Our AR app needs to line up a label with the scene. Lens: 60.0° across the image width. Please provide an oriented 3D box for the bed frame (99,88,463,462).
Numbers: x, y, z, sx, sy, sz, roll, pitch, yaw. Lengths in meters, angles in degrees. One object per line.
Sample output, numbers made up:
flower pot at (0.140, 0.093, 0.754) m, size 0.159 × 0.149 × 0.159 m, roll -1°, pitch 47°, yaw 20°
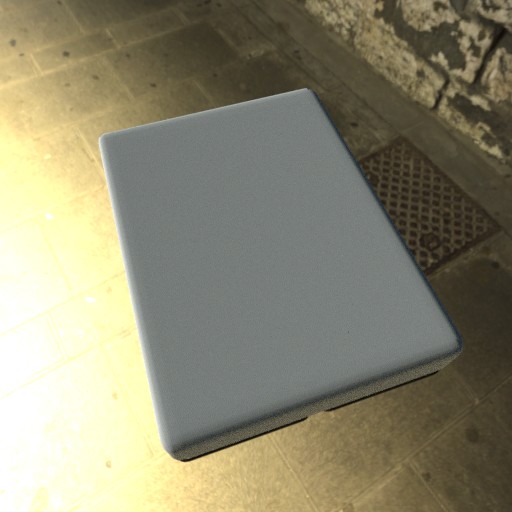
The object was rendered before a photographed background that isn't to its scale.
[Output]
bed frame at (0.000, 0.000, 2.795) m, size 1.528 × 0.677 × 2.037 m, roll -16°, pitch 61°, yaw -9°
